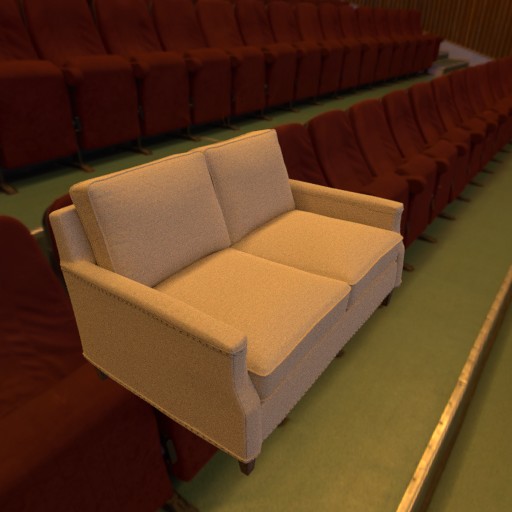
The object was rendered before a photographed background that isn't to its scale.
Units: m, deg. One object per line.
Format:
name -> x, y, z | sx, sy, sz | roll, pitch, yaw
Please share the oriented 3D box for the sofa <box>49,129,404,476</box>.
sofa -> 0.000, 0.000, 2.269 | 1.084, 1.003, 1.597 | 19, 33, 31
